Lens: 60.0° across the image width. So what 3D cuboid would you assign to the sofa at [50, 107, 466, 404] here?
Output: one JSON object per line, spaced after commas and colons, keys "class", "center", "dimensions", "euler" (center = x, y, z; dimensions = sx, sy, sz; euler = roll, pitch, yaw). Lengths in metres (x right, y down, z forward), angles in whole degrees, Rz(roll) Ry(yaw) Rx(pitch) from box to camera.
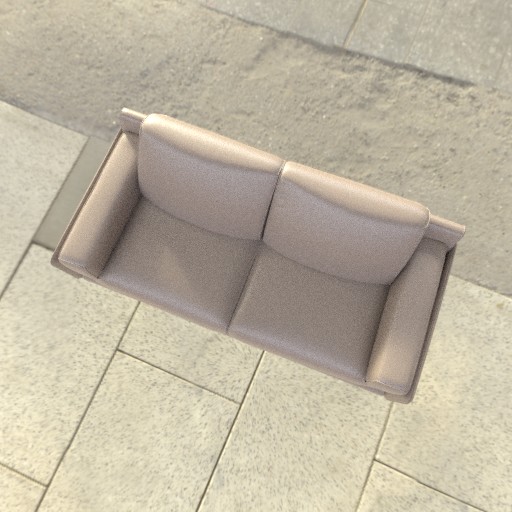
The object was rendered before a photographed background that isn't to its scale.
{"class": "sofa", "center": [0.000, 0.000, 2.570], "dimensions": [2.101, 0.930, 1.049], "euler": [20, 77, 5]}
